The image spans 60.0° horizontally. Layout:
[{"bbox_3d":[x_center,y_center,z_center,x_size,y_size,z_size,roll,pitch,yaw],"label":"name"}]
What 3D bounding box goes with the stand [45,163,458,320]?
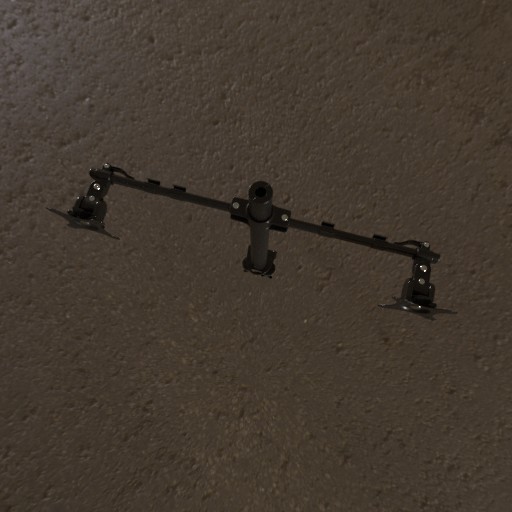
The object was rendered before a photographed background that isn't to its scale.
[{"bbox_3d":[0.000,0.000,1.030,0.743,0.603,0.150,14,75,4],"label":"stand"}]
